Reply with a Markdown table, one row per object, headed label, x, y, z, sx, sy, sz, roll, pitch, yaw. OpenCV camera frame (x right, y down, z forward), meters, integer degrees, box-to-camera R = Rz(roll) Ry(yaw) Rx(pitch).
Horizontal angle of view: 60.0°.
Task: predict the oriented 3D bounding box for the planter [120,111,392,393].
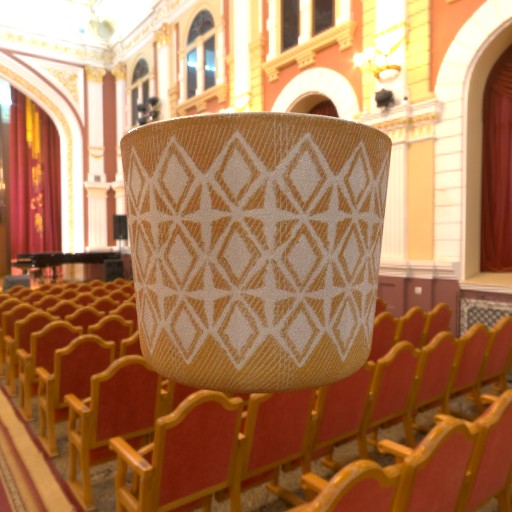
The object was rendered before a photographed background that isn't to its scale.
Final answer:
| label | x | y | z | sx | sy | sz | roll | pitch | yaw |
| --- | --- | --- | --- | --- | --- | --- | --- | --- | --- |
| planter | 0.000 | 0.000 | 0.217 | 0.126 | 0.104 | 0.126 | 0 | 2 | 0 |
